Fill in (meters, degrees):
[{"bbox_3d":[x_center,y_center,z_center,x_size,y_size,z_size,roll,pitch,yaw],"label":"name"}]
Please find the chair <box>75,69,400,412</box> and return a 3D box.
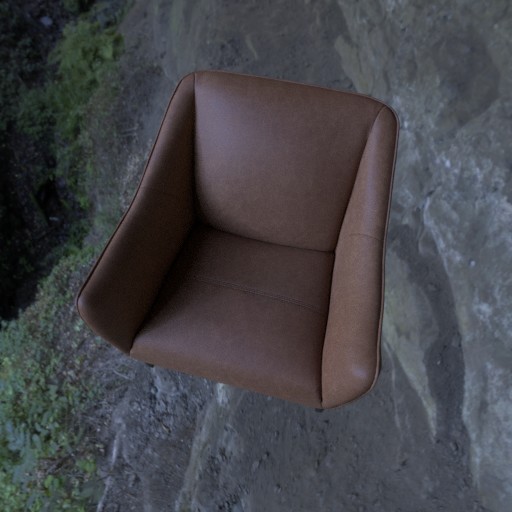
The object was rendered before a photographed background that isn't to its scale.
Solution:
[{"bbox_3d":[0.000,0.000,1.549,0.871,0.830,0.852,13,59,8],"label":"chair"}]
